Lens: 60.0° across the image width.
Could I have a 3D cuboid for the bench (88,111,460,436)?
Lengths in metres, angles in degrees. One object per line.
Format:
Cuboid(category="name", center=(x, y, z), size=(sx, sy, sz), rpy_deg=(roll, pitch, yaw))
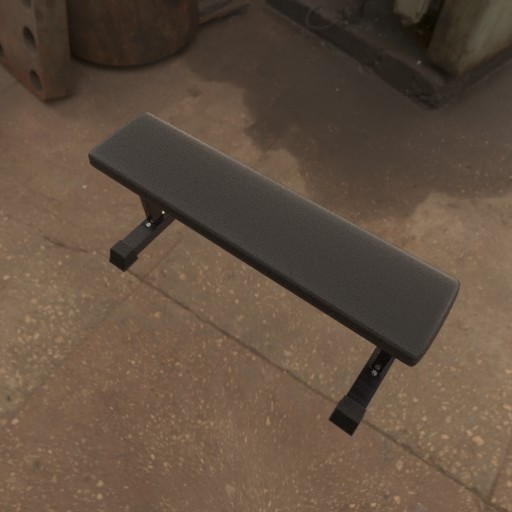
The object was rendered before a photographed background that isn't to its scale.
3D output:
Cuboid(category="bench", center=(0.000, 0.000, 1.359), size=(1.072, 0.453, 0.439), rpy_deg=(32, 62, 19))
